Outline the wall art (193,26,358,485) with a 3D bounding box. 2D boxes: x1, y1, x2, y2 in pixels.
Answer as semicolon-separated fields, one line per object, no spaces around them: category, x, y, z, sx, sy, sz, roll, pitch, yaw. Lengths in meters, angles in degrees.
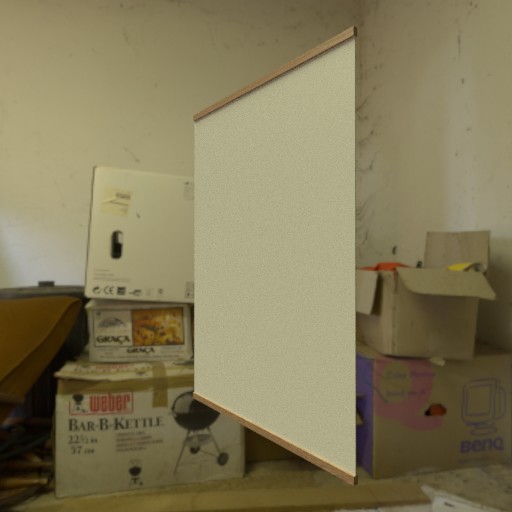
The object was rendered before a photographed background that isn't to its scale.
wall art;0.000;0.000;1.292;0.013;1.016;0.758;0;0;-36
